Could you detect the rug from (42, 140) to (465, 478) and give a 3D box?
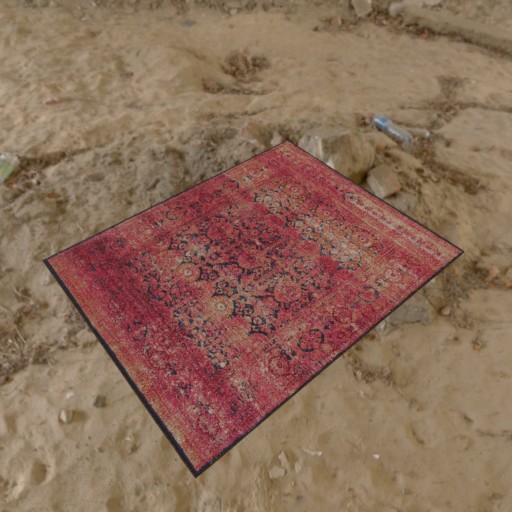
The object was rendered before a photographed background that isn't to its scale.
[{"bbox_3d":[0.000,0.000,4.053,3.032,0.020,2.411,-32,55,-26],"label":"rug"}]
